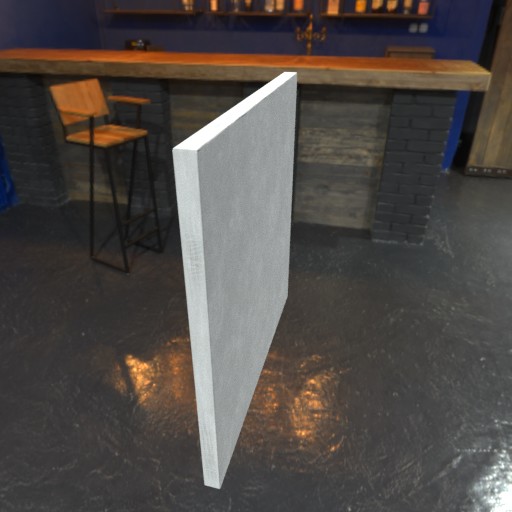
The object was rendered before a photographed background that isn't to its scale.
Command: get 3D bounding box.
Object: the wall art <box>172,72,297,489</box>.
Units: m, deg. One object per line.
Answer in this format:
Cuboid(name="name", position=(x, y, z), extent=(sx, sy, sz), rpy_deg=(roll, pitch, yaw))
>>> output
Cuboid(name="wall art", position=(0.000, 0.000, 0.442), extent=(0.015, 0.303, 0.303), rpy_deg=(8, 31, 13))
